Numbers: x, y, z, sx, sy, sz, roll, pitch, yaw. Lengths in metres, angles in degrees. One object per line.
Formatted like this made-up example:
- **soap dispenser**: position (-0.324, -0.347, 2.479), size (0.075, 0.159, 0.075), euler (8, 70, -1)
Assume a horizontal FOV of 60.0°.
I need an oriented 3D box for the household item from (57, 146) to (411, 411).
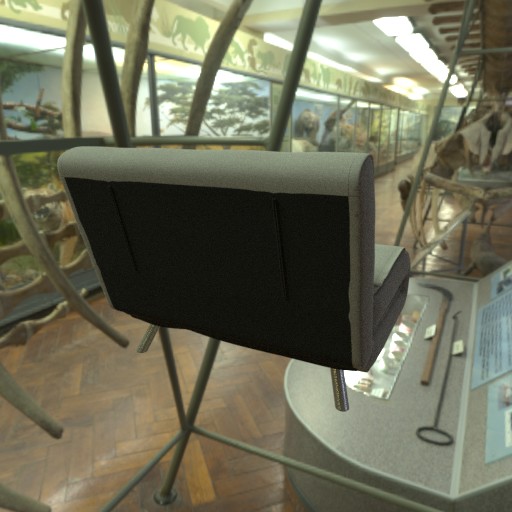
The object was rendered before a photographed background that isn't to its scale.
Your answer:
- **household item**: position (0.000, 0.000, 1.651), size (1.000, 0.800, 0.874), euler (8, 18, 26)
